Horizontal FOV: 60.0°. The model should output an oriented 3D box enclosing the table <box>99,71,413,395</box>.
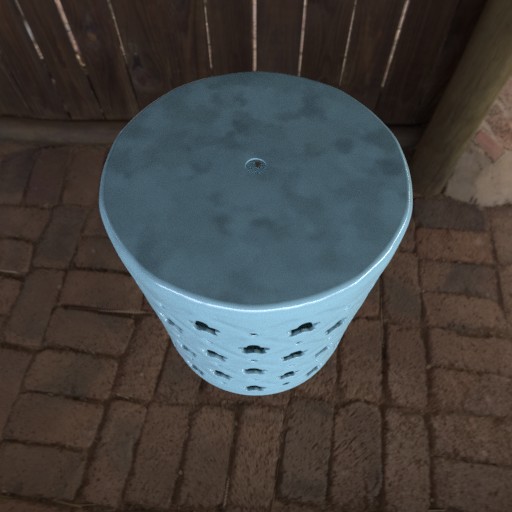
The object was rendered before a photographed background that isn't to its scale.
[{"bbox_3d":[0.000,0.000,0.658,0.352,0.387,0.352,0,59,0],"label":"table"}]
